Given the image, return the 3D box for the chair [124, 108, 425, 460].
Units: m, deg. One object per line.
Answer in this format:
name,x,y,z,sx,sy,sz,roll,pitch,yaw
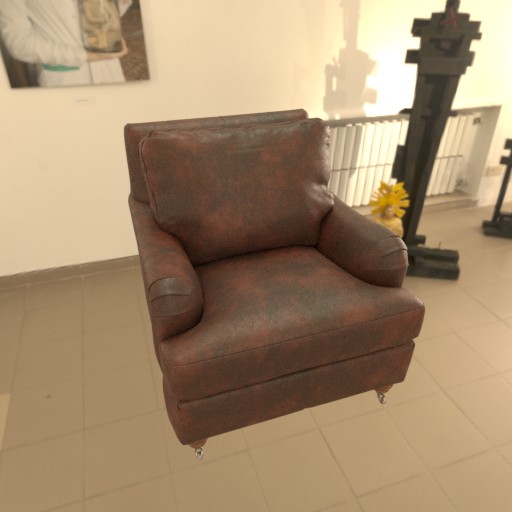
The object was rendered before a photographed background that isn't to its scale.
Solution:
chair,0.000,0.000,1.921,0.987,1.051,1.156,-10,33,-16
